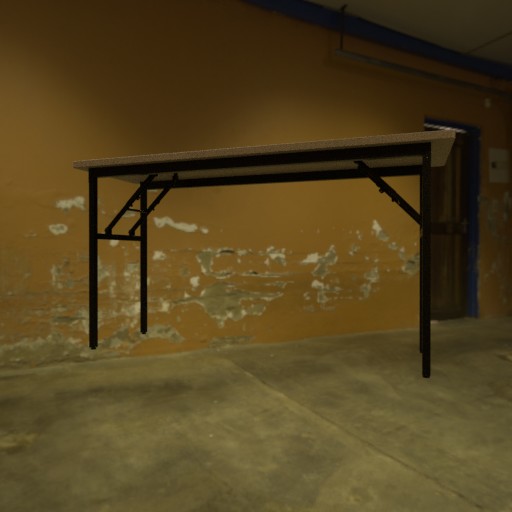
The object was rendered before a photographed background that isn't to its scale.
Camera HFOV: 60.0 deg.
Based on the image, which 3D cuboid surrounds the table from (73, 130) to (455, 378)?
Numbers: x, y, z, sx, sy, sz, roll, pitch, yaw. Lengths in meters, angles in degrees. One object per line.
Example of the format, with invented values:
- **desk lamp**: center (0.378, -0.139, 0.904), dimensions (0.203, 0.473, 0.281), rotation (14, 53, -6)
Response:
- **table**: center (0.000, 0.000, 1.745), dimensions (1.397, 0.750, 0.447), rotation (0, 0, 19)
